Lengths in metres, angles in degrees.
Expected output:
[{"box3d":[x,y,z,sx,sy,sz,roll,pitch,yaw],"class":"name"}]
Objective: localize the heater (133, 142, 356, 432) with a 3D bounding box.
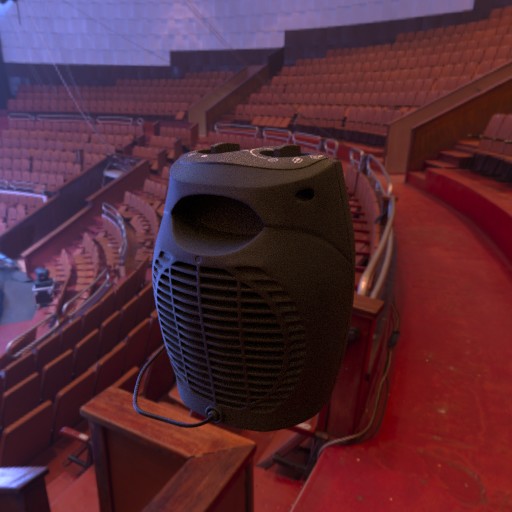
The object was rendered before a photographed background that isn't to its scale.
[{"box3d":[0.000,0.000,0.473,0.239,0.240,0.291,9,20,27],"class":"heater"}]
